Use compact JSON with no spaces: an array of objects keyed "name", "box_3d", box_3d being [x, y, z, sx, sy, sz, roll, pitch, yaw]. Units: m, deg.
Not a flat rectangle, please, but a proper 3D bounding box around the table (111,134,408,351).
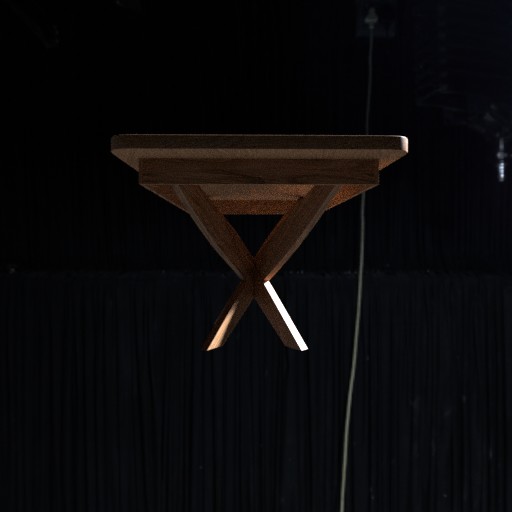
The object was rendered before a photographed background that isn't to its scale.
[{"name":"table","box_3d":[0.000,0.000,2.167,0.950,0.770,1.600,0,1,-1]}]
